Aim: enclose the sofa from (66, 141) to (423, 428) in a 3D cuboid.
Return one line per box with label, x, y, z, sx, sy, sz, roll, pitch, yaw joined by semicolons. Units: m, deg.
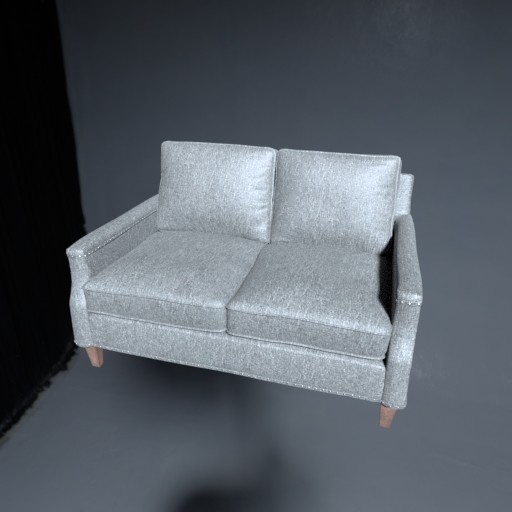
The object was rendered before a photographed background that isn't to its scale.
sofa;0.000;0.000;2.317;1.597;1.003;1.084;7;26;15
